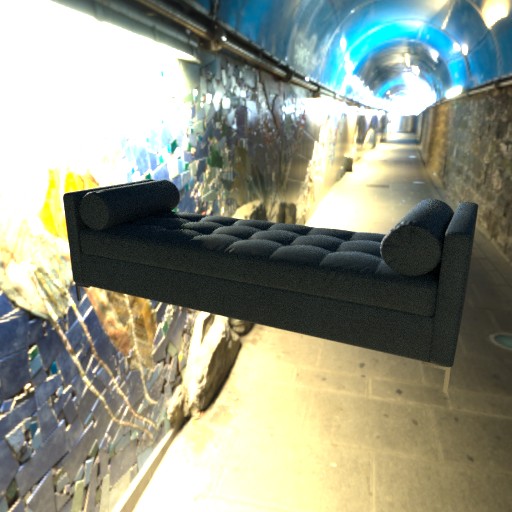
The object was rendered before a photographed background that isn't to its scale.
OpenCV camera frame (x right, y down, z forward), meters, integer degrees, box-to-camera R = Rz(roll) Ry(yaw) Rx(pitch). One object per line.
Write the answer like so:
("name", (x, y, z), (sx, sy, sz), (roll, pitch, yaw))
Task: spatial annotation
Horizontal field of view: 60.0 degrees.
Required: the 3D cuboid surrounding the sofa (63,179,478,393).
("sofa", (0.000, 0.000, 2.292), (1.981, 0.635, 0.686), (9, 19, 26))
